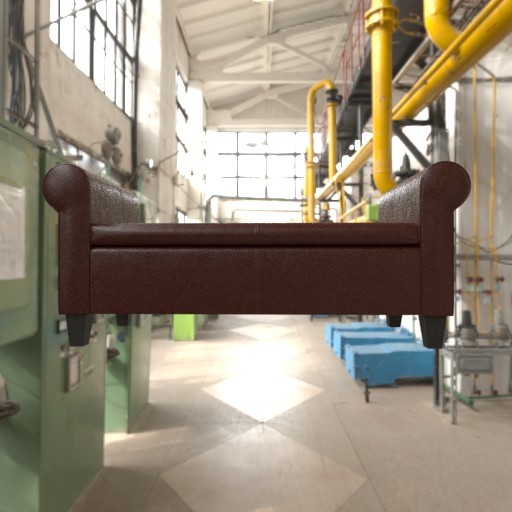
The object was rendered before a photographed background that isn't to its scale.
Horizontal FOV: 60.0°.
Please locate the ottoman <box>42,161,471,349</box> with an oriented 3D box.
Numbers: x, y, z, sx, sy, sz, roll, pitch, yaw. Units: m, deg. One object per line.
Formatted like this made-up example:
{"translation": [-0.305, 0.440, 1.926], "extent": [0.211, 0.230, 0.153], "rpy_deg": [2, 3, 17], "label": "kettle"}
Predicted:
{"translation": [0.000, 0.000, 1.542], "extent": [1.256, 0.547, 0.521], "rpy_deg": [0, -1, 2], "label": "ottoman"}
